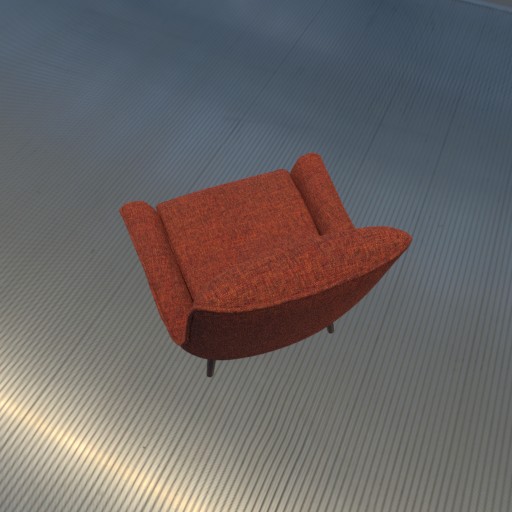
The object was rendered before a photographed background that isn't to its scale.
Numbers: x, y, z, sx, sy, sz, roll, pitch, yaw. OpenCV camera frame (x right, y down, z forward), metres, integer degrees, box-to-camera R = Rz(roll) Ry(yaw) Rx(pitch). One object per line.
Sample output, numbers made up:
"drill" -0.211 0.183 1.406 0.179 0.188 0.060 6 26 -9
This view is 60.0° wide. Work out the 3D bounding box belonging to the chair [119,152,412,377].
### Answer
"chair" 0.000 0.000 1.523 0.803 0.911 0.784 -17 59 -11
